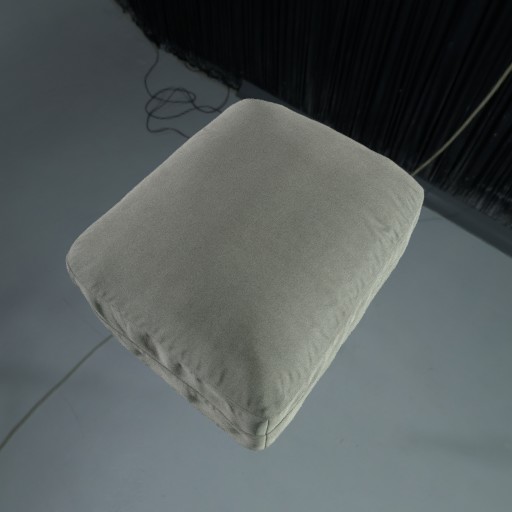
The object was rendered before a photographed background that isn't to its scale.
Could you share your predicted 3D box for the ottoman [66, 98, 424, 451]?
[{"bbox_3d":[0.000,0.000,1.110,0.584,0.480,0.712,33,64,18],"label":"ottoman"}]
